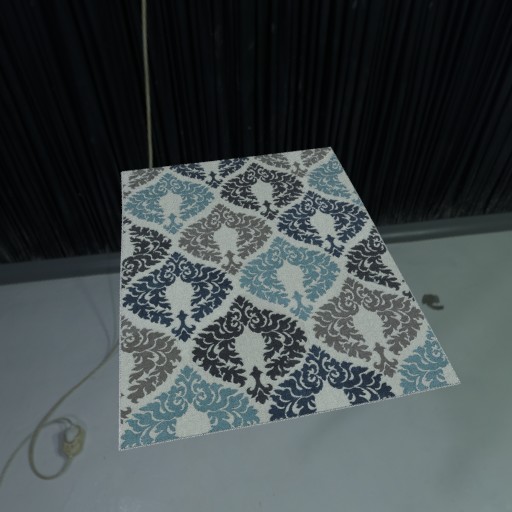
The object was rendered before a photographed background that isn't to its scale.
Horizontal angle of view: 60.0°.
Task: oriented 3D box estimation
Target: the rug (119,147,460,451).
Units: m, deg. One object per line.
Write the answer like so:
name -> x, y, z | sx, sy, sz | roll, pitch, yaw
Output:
rug -> 0.000, 0.000, 4.036 | 2.423, 0.014, 3.040 | -8, 48, -8
